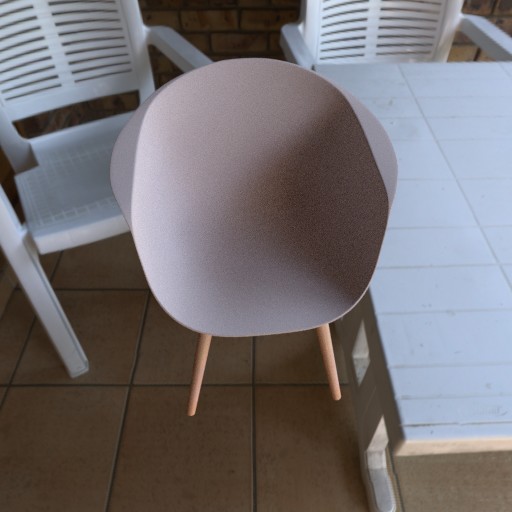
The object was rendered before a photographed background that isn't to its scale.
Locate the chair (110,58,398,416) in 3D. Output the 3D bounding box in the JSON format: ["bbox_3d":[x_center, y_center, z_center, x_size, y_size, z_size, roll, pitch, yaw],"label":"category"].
[{"bbox_3d":[0.000,0.000,1.122,0.593,0.781,0.504,-5,48,-4],"label":"chair"}]
